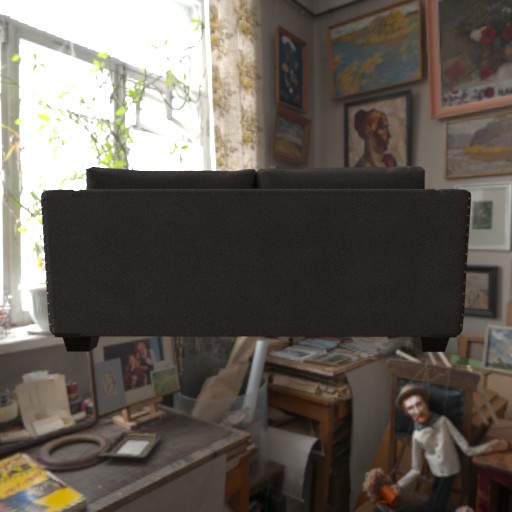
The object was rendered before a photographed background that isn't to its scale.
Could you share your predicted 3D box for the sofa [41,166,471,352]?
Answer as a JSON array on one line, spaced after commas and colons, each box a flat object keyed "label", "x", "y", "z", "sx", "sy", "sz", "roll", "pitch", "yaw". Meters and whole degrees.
[{"label": "sofa", "x": 0.000, "y": 0.000, "z": 3.284, "sx": 2.550, "sy": 1.196, "sz": 1.336, "roll": 0, "pitch": 1, "yaw": 0}]
